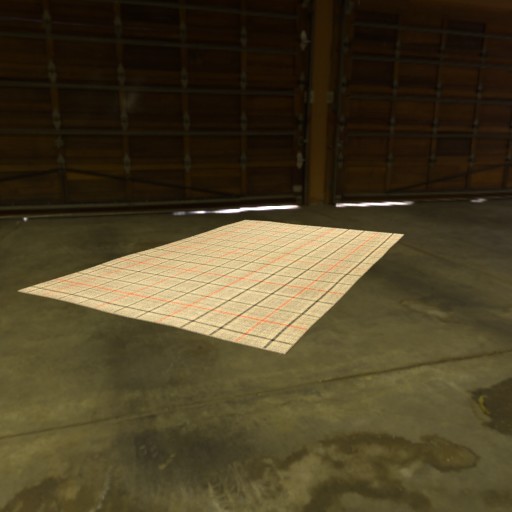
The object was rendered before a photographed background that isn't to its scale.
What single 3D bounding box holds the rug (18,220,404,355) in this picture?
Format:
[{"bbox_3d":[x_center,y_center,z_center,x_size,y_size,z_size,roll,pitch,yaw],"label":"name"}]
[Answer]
[{"bbox_3d":[0.000,0.000,3.009,1.524,0.015,2.439,7,16,27],"label":"rug"}]
